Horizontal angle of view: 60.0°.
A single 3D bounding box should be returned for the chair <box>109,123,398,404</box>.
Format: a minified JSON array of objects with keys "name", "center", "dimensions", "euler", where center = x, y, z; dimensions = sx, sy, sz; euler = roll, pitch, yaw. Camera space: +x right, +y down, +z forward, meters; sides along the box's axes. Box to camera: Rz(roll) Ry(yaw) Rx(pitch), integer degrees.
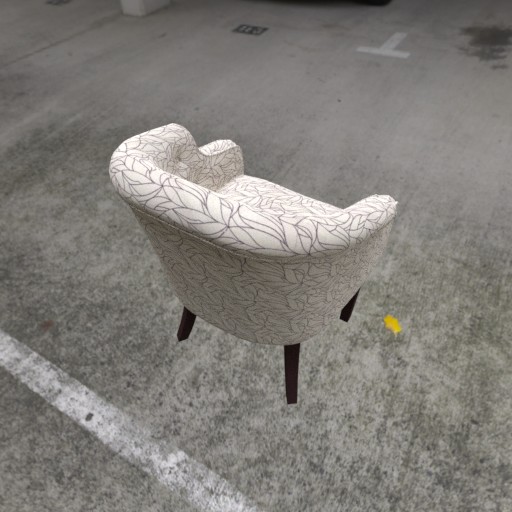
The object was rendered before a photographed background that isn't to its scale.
[{"name":"chair","center":[0.000,0.000,1.312],"dimensions":[0.686,0.858,0.613],"euler":[24,51,21]}]
